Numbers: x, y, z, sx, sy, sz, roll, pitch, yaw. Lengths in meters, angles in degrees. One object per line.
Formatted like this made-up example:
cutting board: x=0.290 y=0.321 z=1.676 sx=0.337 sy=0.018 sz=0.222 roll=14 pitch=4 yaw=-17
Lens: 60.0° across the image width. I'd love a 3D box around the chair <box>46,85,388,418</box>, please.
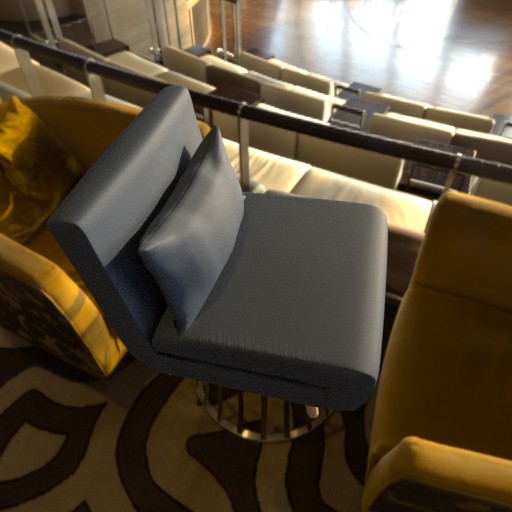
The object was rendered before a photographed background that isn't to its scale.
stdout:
chair: x=0.000 y=0.000 z=1.529 sx=0.900 sy=0.808 sz=0.770 roll=10 pitch=47 yaw=10
